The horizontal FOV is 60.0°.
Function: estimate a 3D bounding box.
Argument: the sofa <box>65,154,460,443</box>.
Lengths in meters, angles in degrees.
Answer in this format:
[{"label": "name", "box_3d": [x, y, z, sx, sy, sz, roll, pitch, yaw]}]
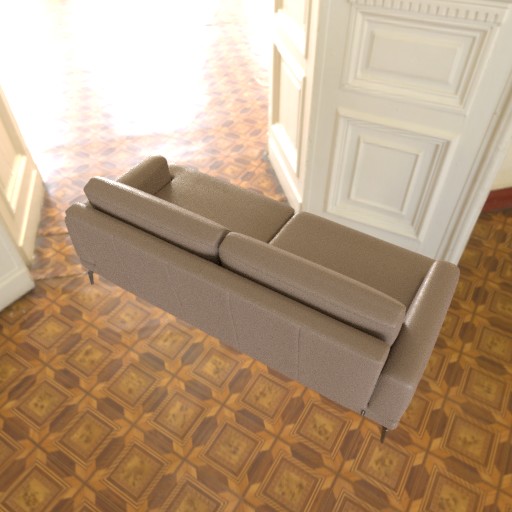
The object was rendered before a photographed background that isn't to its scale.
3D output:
[{"label": "sofa", "box_3d": [0.000, 0.000, 2.369, 1.940, 0.765, 0.974, 23, 50, 21]}]
